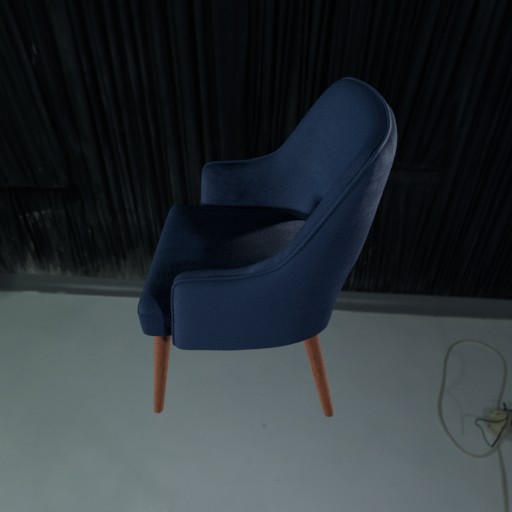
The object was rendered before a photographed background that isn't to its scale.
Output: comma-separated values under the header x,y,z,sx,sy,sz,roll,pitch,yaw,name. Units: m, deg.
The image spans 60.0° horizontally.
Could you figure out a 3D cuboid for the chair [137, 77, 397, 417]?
x,y,z,sx,sy,sz,roll,pitch,yaw,name
0.000,0.000,1.203,0.591,0.844,0.559,1,39,1,chair
